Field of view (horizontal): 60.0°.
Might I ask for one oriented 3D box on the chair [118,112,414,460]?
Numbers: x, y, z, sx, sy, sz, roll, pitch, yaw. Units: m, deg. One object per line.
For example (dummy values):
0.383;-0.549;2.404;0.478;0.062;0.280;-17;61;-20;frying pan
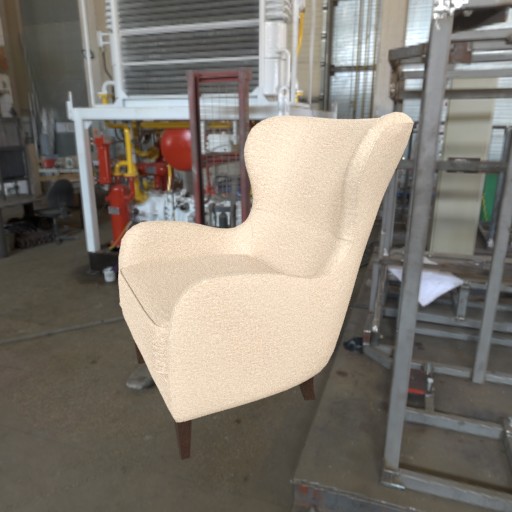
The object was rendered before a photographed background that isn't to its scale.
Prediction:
0.000;0.000;1.736;0.984;1.064;0.861;-8;18;-25;chair
